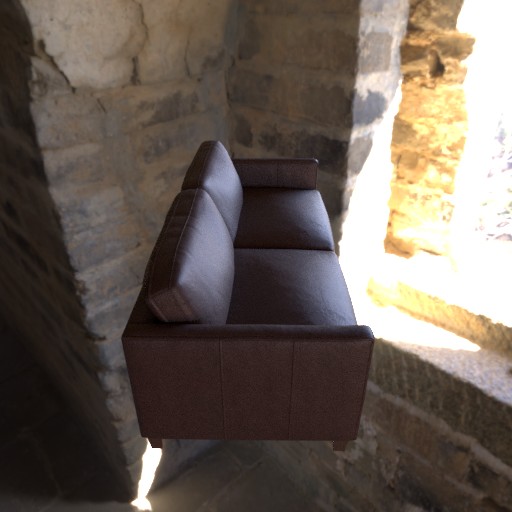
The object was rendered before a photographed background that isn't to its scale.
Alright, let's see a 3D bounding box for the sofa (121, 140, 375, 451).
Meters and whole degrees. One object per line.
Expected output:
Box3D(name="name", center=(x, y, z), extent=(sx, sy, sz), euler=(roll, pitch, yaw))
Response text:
Box3D(name="sofa", center=(0.000, 0.000, 2.485), extent=(0.923, 0.863, 1.971), euler=(0, 31, 1))
